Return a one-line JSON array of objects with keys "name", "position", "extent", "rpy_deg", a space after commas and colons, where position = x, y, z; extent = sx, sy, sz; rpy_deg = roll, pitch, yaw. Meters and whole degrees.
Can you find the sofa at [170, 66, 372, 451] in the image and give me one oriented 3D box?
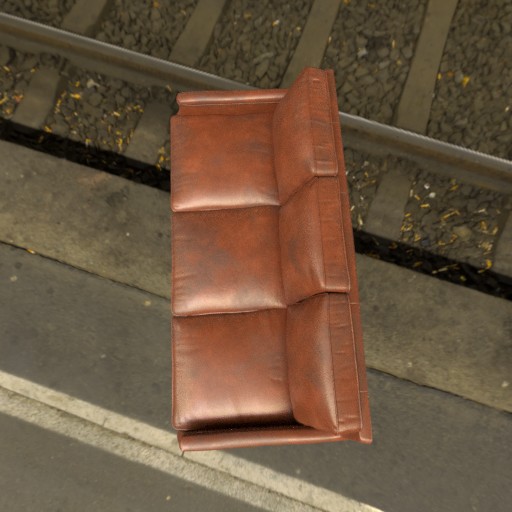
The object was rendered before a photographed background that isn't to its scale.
[{"name": "sofa", "position": [0.000, 0.000, 2.799], "extent": [1.084, 1.003, 2.240], "rpy_deg": [-3, 76, -1]}]
